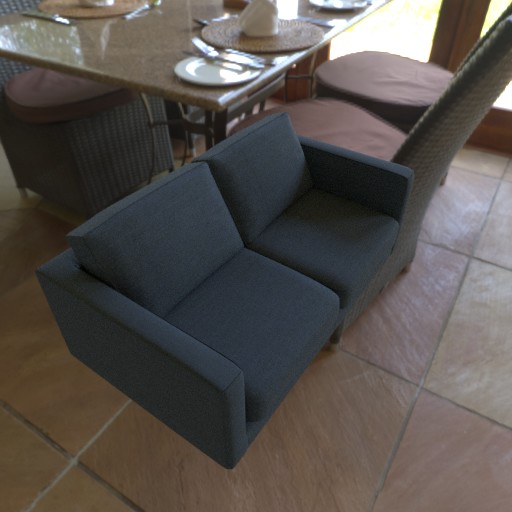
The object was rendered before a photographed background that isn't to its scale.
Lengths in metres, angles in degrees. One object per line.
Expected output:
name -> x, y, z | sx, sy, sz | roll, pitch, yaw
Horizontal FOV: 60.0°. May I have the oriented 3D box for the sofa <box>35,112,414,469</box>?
sofa -> 0.000, 0.000, 2.222 | 0.999, 0.907, 1.659 | 25, 46, 26
